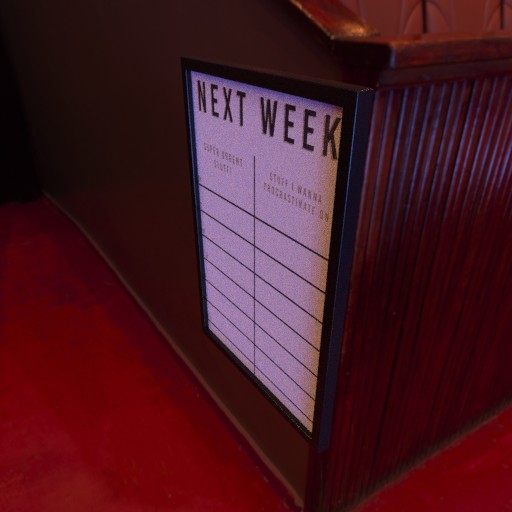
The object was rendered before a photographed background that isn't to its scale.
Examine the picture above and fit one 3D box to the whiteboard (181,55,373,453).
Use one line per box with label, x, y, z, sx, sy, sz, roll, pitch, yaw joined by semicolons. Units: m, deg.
whiteboard;0.000;0.000;0.777;0.026;0.611;0.406;-20;36;-30
